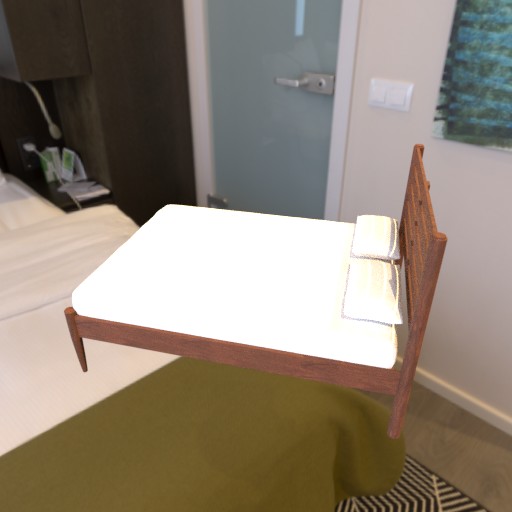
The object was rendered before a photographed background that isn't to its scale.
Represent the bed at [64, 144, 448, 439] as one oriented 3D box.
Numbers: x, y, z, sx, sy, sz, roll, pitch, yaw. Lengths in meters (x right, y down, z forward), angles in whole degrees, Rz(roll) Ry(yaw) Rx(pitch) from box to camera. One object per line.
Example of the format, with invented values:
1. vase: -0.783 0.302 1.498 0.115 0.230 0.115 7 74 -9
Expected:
1. bed: 0.000 0.000 3.079 2.093 1.304 1.509 7 31 12
